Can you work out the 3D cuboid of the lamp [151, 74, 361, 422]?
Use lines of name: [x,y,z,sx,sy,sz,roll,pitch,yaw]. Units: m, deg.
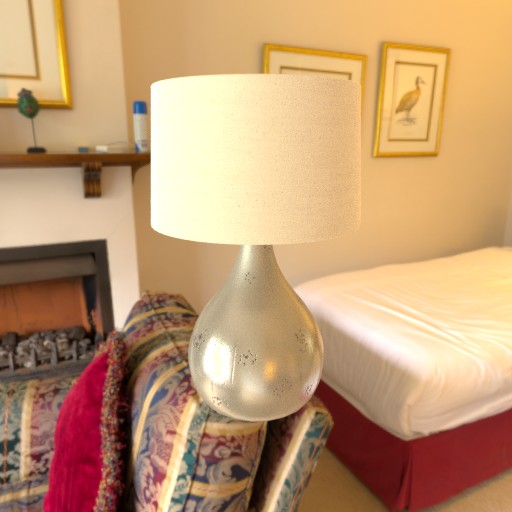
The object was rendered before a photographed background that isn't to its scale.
lamp: [0.000,0.000,0.731,0.330,0.521,0.330,0,15,0]
